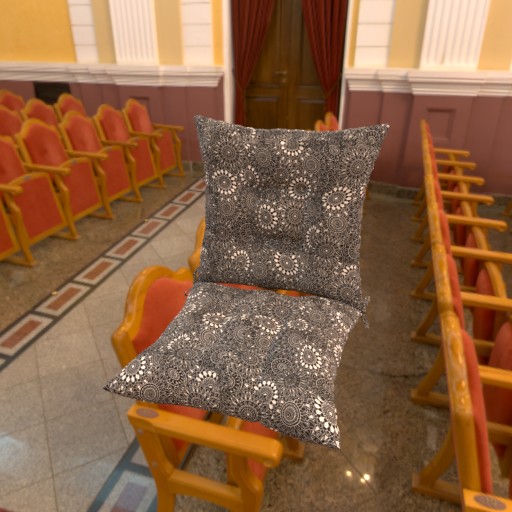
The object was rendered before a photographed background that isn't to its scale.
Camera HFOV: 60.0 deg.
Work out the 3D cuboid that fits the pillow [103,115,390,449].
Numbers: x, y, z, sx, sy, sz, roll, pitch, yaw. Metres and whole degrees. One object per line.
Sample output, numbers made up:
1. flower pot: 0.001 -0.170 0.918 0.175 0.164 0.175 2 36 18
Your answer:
1. pillow: 0.000 0.000 1.020 0.541 0.536 0.585 8 28 16
